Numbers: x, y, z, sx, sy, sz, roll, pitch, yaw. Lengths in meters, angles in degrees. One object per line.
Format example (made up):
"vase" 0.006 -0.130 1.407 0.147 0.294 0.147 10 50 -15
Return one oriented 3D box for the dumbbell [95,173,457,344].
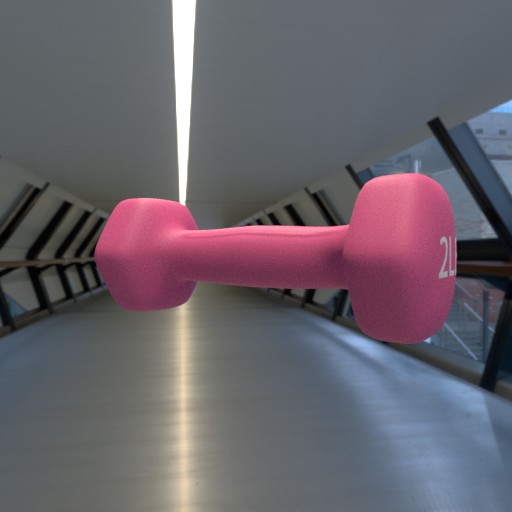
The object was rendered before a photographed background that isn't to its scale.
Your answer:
"dumbbell" 0.000 0.000 0.178 0.146 0.053 0.058 1 1 35
